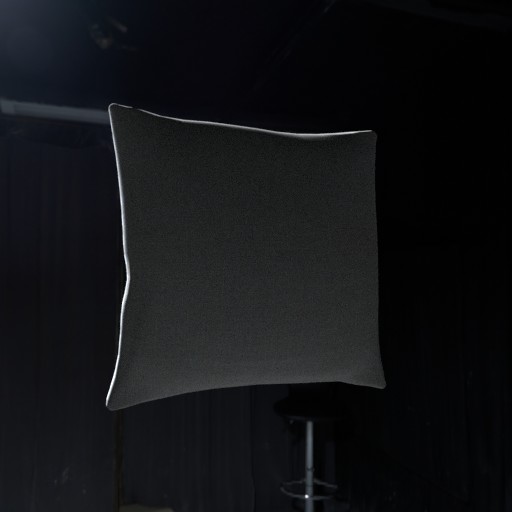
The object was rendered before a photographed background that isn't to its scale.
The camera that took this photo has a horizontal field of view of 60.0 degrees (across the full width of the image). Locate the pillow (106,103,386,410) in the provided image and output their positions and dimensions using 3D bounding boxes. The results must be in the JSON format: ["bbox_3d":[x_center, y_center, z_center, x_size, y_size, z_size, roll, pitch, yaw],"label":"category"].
[{"bbox_3d":[0.000,0.000,0.780,0.496,0.491,0.219,1,-2,-17],"label":"pillow"}]
